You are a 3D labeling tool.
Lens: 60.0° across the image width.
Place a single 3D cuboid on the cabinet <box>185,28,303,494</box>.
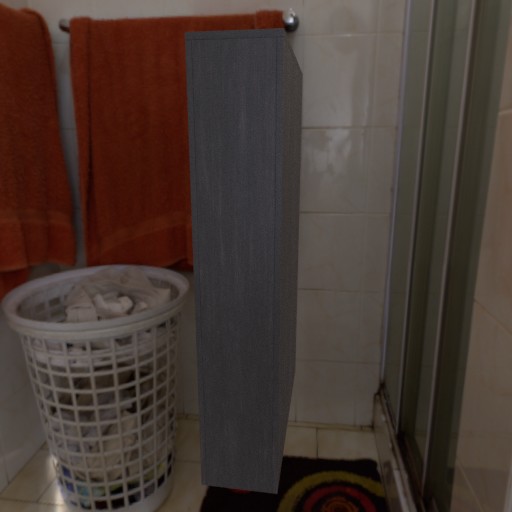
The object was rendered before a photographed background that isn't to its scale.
[{"bbox_3d":[0.000,0.000,1.552,0.250,1.280,0.750,2,15,9],"label":"cabinet"}]
